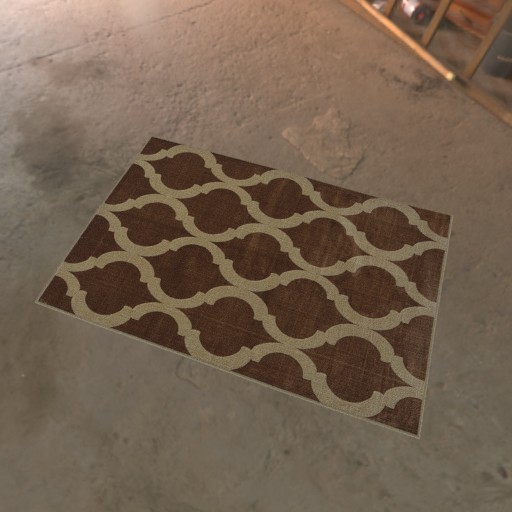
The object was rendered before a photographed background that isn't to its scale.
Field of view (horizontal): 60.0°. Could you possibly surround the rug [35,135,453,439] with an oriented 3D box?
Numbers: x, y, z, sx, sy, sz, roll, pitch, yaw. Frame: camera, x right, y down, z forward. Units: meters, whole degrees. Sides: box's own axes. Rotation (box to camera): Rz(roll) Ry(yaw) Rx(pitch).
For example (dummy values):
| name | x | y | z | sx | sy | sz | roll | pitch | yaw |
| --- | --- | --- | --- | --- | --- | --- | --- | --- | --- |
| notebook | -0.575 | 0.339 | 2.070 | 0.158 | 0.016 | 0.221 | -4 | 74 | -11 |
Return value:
| name | x | y | z | sx | sy | sz | roll | pitch | yaw |
| --- | --- | --- | --- | --- | --- | --- | --- | --- | --- |
| rug | 0.000 | 0.000 | 2.821 | 2.290 | 0.014 | 1.526 | 17 | 59 | 10 |
